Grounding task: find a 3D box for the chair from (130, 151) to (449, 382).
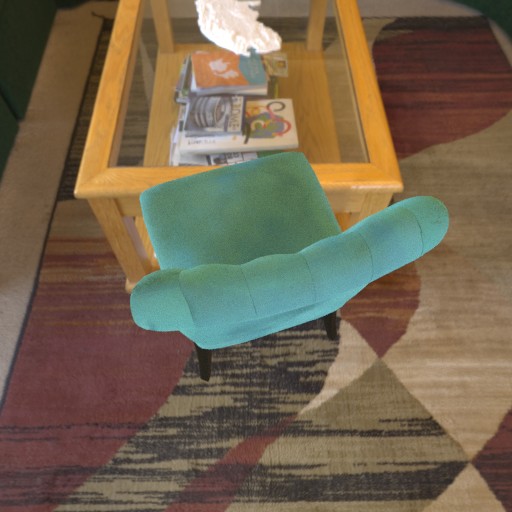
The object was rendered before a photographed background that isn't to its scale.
[{"bbox_3d":[0.000,0.000,1.172,0.582,0.750,0.605,-16,60,-10],"label":"chair"}]
